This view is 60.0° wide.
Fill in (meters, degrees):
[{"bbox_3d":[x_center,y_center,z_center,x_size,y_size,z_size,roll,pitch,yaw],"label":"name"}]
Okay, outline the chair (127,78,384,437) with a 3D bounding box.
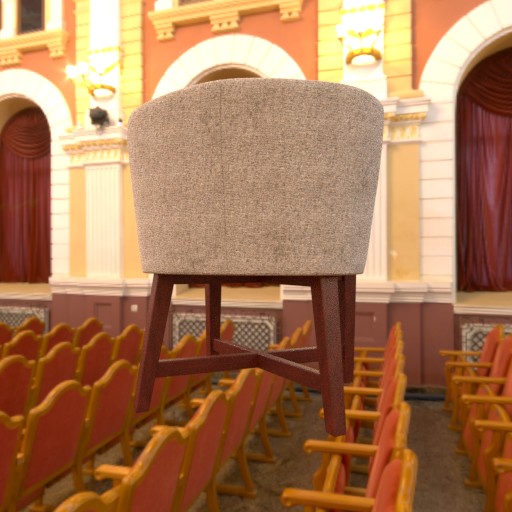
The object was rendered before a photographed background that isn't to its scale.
[{"bbox_3d":[0.000,0.000,1.299,0.728,0.827,0.575,0,0,18],"label":"chair"}]
